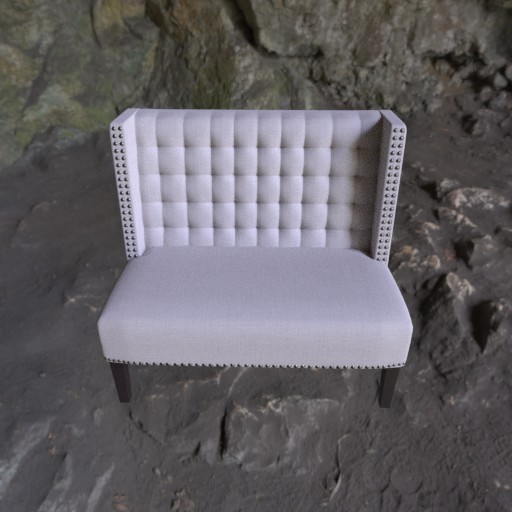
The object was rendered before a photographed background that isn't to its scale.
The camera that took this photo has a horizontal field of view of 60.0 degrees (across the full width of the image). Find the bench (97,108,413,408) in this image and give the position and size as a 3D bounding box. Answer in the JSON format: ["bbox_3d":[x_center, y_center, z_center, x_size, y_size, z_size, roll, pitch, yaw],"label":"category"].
[{"bbox_3d":[0.000,0.000,2.024,1.280,1.123,0.847,1,31,1],"label":"bench"}]
